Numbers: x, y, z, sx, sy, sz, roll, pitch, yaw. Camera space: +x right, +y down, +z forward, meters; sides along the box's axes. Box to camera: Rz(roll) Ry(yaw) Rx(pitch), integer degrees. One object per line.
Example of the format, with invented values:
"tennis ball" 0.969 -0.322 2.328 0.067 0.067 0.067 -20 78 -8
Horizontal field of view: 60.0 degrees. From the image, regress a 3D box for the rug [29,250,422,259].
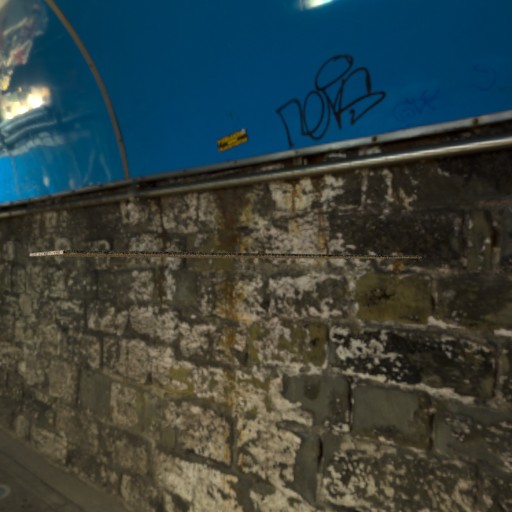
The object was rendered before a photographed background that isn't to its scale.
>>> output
"rug" 0.000 0.000 2.602 2.292 0.015 0.688 1 -1 -36
